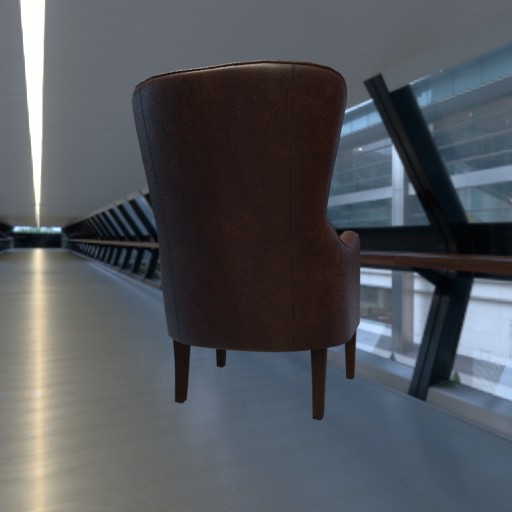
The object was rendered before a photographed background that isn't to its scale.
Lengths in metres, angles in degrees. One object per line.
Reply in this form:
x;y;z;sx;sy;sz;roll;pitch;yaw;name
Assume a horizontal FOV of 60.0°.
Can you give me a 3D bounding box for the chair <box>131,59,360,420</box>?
0.000;0.000;1.599;0.692;1.048;0.914;0;1;18;chair
